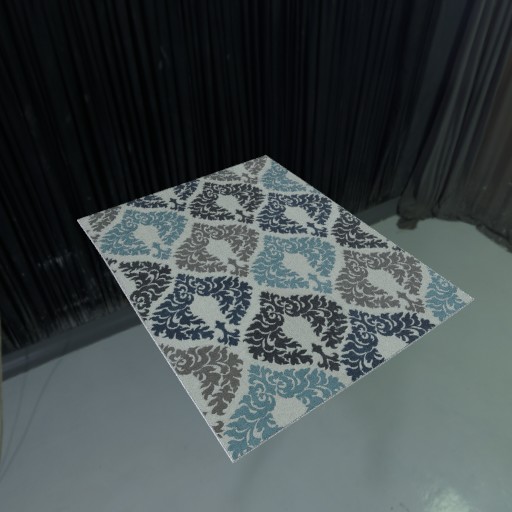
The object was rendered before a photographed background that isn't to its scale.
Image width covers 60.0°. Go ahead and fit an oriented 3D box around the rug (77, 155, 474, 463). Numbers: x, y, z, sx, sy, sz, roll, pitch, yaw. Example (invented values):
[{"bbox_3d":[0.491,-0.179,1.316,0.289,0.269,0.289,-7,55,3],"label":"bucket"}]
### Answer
[{"bbox_3d":[0.000,0.000,4.174,2.423,0.014,3.040,-25,47,-25],"label":"rug"}]
